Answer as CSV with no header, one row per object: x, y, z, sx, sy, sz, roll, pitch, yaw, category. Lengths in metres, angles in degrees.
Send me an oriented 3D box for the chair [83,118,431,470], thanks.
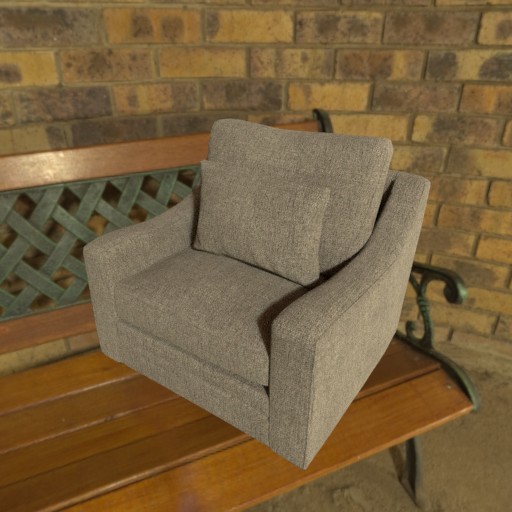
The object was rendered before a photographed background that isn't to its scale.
0.000,0.000,1.957,1.138,1.037,1.009,18,33,30,chair
